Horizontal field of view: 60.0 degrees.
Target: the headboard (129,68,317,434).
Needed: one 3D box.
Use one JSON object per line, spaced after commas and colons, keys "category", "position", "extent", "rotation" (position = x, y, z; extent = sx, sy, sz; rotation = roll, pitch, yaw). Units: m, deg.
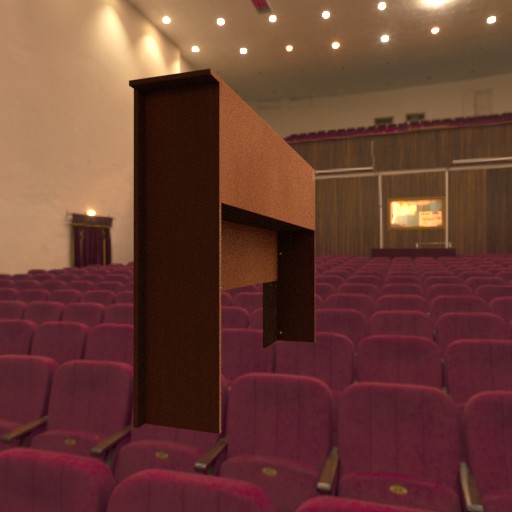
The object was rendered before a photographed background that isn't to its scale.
{"category": "headboard", "position": [0.000, 0.000, 2.130], "extent": [0.279, 1.092, 1.671], "rotation": [0, 0, 18]}
